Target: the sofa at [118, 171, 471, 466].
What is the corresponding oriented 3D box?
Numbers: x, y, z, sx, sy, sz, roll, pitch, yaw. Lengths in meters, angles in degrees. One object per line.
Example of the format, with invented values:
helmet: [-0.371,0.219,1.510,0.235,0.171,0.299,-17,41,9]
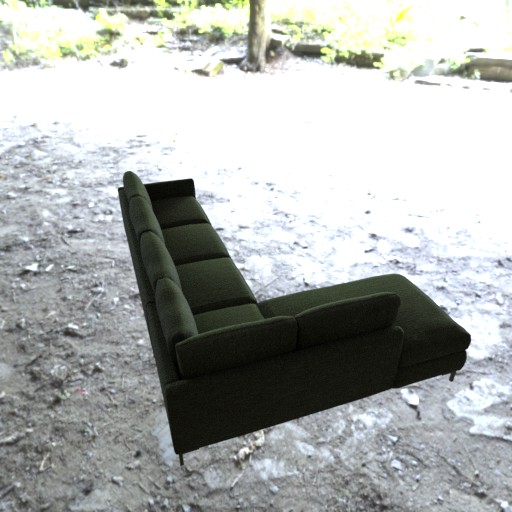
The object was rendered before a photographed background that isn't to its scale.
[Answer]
sofa: [0.000,0.000,3.790,2.007,0.815,2.949,-11,33,-17]
